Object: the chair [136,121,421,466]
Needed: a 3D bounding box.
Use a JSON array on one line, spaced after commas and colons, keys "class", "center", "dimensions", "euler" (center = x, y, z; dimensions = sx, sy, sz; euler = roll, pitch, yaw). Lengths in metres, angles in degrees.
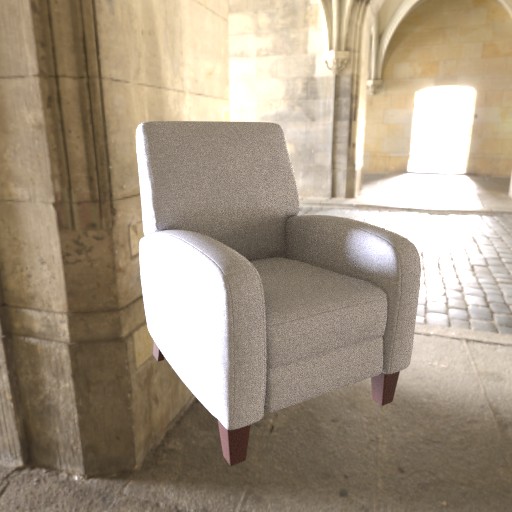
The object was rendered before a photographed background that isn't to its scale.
[{"class": "chair", "center": [0.000, 0.000, 1.685], "dimensions": [0.762, 0.990, 0.990], "euler": [-9, 18, -28]}]
